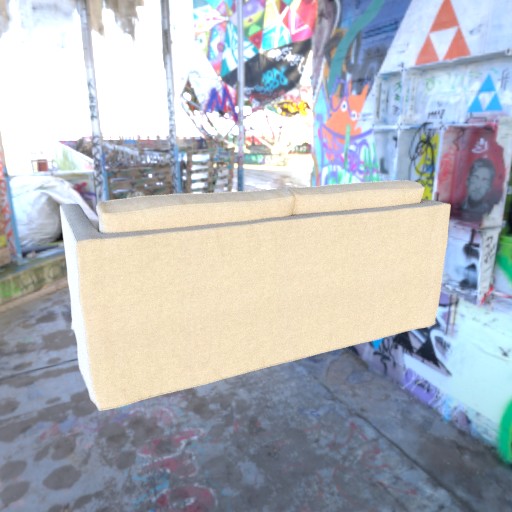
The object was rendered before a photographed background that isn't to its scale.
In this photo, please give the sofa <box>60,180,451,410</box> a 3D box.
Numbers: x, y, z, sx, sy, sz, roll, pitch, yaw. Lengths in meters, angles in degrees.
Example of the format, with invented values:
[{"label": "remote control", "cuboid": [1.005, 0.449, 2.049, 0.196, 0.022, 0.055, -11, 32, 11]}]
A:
[{"label": "sofa", "cuboid": [0.000, 0.000, 2.485, 1.959, 0.835, 0.962, -8, 18, -25]}]
